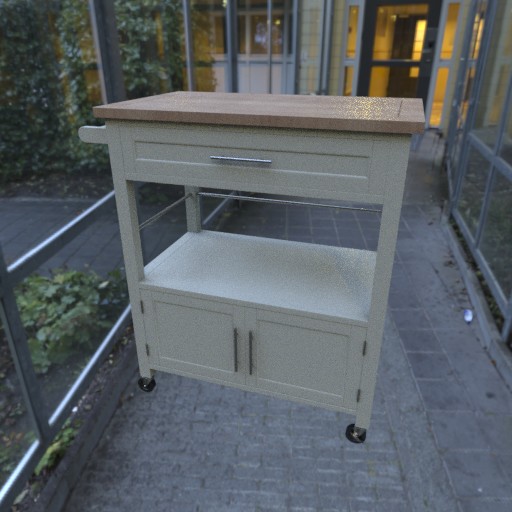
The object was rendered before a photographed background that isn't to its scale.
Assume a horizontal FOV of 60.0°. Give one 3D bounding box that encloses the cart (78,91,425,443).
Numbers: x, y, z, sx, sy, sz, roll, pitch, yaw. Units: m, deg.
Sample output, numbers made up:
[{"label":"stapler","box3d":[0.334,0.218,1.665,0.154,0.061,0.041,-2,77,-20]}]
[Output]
[{"label":"cart","box3d":[0.000,0.000,1.365,0.840,0.901,0.459,8,26,16]}]
